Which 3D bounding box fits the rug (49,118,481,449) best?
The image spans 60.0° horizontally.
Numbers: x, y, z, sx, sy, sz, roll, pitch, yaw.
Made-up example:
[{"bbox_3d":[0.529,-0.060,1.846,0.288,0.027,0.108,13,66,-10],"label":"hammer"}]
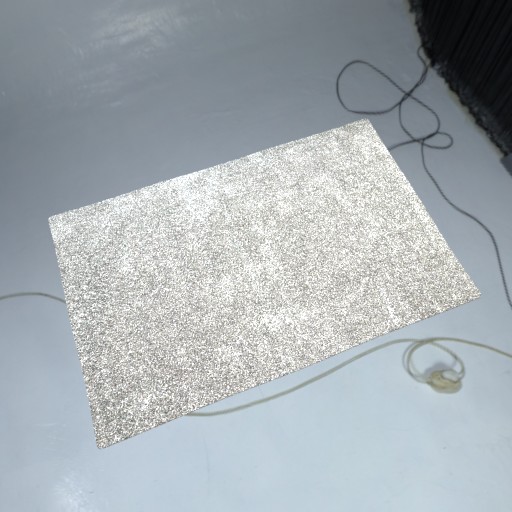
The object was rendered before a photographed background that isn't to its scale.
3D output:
[{"bbox_3d":[0.000,0.000,2.798,2.350,0.025,1.502,-19,66,-9],"label":"rug"}]
